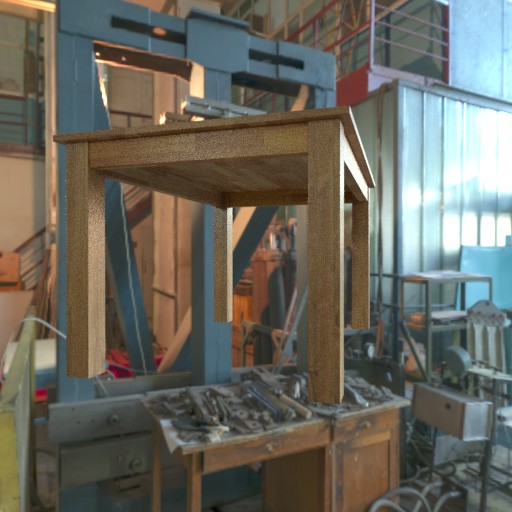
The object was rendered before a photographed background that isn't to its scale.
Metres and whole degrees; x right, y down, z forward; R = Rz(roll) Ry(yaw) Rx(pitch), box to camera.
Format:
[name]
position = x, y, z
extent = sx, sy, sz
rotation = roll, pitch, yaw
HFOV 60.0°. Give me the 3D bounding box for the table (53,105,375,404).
[table]
position = 0.000, 0.000, 1.850
extent = 0.900, 0.750, 1.300
rotation = 0, 0, 18
